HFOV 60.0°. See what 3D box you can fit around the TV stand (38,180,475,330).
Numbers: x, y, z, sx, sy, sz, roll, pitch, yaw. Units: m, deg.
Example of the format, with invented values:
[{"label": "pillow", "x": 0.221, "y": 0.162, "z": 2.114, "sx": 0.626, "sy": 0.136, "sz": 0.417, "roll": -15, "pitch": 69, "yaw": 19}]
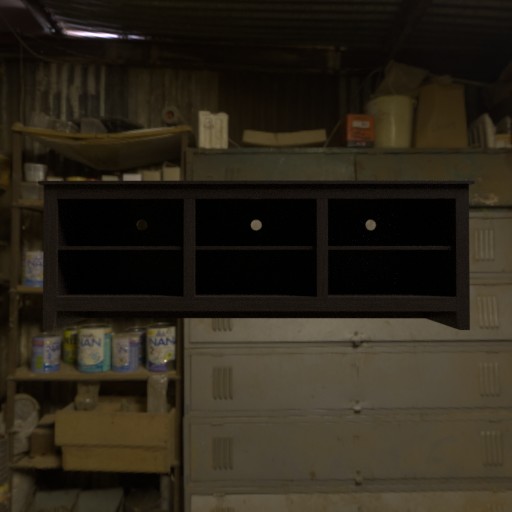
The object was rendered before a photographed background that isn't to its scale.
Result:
[{"label": "TV stand", "x": 0.000, "y": 0.000, "z": 2.004, "sx": 1.778, "sy": 0.610, "sz": 0.406, "roll": 0, "pitch": -1, "yaw": 0}]
